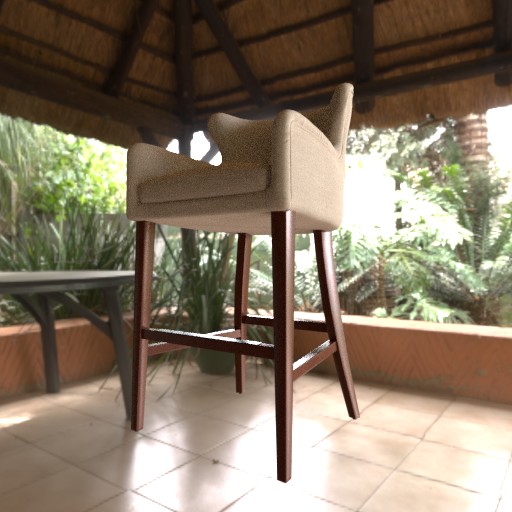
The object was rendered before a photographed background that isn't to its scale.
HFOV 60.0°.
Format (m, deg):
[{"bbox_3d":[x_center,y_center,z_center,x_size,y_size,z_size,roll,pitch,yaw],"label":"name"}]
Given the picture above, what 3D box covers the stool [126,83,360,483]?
[{"bbox_3d":[0.000,0.000,1.363,0.556,1.034,0.563,0,0,35],"label":"stool"}]
